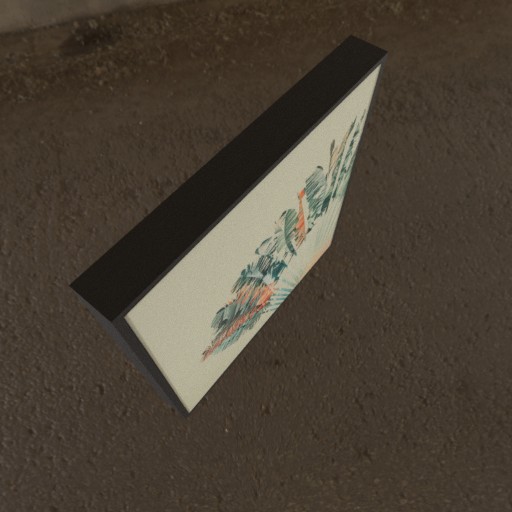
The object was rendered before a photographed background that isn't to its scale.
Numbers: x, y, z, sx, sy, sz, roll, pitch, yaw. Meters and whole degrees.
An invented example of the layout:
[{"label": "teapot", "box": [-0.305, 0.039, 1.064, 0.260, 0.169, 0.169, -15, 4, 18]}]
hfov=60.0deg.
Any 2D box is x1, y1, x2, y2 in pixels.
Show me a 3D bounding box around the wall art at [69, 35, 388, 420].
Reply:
[{"label": "wall art", "box": [0.000, 0.000, 0.440, 0.036, 0.300, 0.302, 35, 66, 18]}]
